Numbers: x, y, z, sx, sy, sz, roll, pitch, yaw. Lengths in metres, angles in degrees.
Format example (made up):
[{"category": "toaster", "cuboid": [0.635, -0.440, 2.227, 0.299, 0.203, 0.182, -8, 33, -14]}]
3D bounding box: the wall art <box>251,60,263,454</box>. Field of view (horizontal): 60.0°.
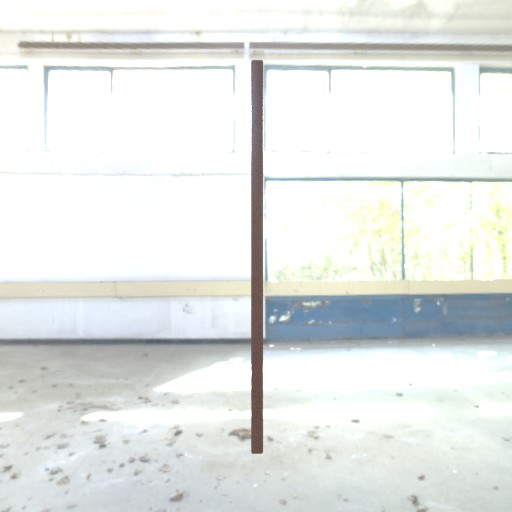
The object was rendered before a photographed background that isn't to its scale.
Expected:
[{"category": "wall art", "cuboid": [0.000, 0.000, 0.842, 0.014, 0.455, 0.660, 0, 0, 0]}]
